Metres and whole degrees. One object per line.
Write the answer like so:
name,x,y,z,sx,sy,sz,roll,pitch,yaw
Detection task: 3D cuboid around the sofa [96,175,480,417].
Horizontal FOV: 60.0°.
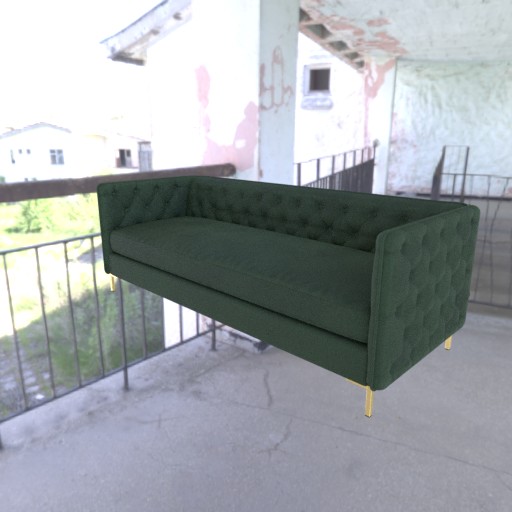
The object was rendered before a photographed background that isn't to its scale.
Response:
sofa,0.000,0.000,2.641,2.209,0.771,0.895,15,22,42
